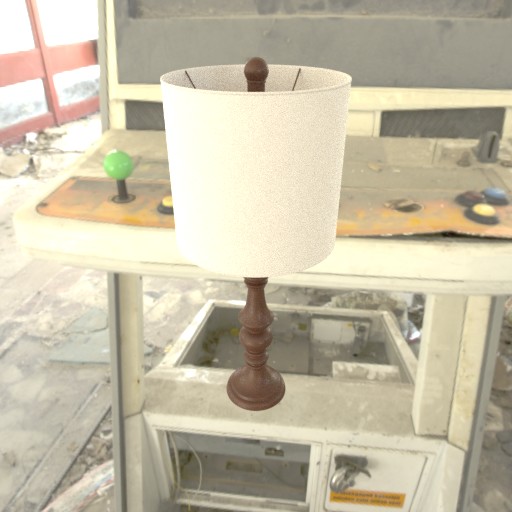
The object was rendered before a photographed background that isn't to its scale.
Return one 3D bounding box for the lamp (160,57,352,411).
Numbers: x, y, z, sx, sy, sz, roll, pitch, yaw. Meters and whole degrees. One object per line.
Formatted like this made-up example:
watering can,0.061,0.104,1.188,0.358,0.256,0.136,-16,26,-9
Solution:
lamp,0.000,0.000,0.726,0.250,0.597,0.250,18,34,28
